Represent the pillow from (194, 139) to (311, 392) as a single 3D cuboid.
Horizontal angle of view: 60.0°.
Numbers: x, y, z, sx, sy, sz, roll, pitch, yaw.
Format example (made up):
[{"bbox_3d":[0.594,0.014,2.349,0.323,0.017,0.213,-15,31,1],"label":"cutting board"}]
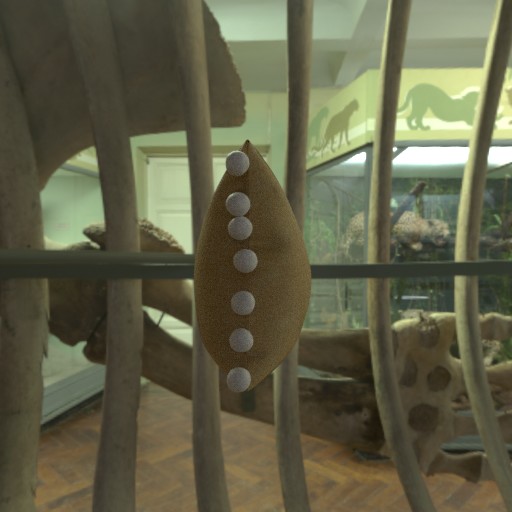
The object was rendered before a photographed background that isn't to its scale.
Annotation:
[{"bbox_3d":[0.000,0.000,0.854,0.201,0.322,0.709,0,1,1],"label":"pillow"}]
